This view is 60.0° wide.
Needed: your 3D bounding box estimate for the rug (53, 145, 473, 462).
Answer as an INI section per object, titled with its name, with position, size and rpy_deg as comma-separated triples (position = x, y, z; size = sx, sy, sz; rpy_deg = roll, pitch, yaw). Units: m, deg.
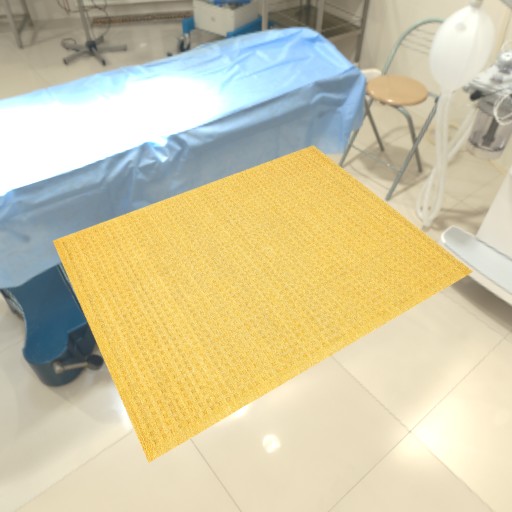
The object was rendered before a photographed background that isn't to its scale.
[rug]
position = 0.000, 0.000, 4.297
size = 3.242, 0.015, 2.486
rpy_deg = -24, 51, -21
